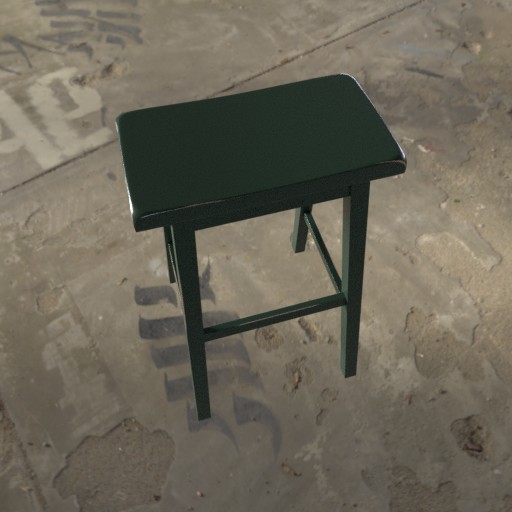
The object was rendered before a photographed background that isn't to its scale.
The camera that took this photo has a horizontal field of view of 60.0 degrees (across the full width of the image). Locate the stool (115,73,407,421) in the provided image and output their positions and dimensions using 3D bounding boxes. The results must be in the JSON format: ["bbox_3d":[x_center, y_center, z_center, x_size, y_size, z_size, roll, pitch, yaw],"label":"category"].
[{"bbox_3d":[0.000,0.000,1.046,0.457,0.737,0.476,-13,58,-9],"label":"stool"}]
